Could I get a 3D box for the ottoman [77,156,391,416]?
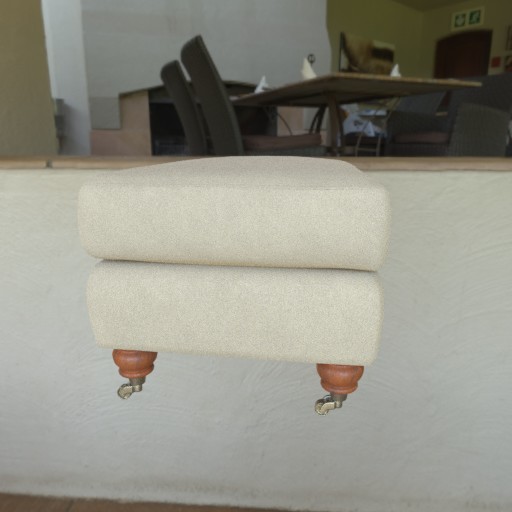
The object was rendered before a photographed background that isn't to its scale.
[{"bbox_3d":[0.000,0.000,1.152,0.569,0.504,0.773,2,14,8],"label":"ottoman"}]
